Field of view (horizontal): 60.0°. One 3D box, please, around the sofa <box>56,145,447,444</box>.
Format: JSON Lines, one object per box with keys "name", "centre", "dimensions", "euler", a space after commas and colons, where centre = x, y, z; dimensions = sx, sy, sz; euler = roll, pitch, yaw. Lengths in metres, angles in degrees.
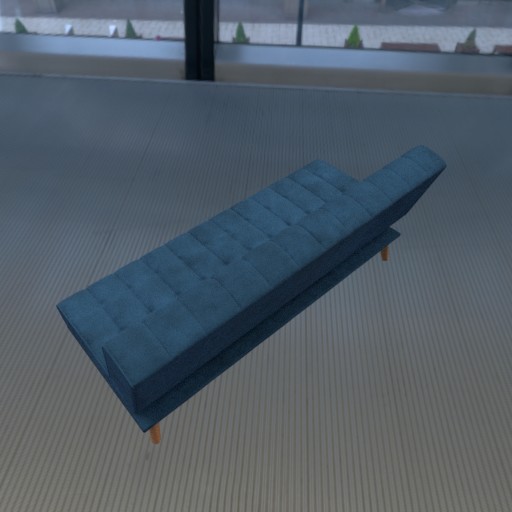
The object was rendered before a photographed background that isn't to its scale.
{"name": "sofa", "centre": [0.000, 0.000, 2.276], "dimensions": [1.804, 0.813, 0.855], "euler": [-33, 54, -28]}
